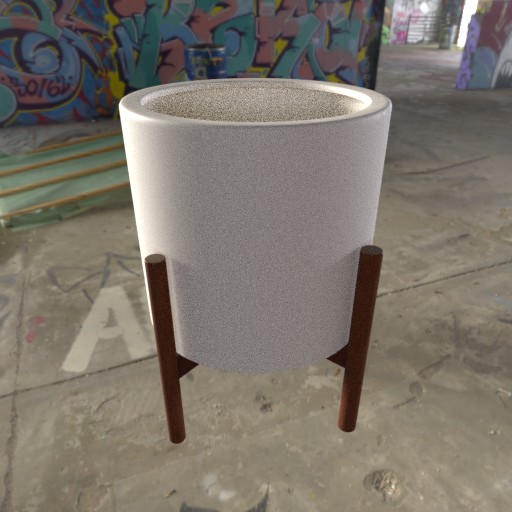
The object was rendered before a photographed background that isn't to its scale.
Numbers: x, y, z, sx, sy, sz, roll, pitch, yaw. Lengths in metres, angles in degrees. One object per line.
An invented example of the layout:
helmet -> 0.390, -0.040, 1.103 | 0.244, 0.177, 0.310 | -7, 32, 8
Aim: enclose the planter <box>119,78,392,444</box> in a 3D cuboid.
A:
planter -> 0.000, 0.000, 0.843 | 0.420, 0.581, 0.421 | -1, 29, -2
